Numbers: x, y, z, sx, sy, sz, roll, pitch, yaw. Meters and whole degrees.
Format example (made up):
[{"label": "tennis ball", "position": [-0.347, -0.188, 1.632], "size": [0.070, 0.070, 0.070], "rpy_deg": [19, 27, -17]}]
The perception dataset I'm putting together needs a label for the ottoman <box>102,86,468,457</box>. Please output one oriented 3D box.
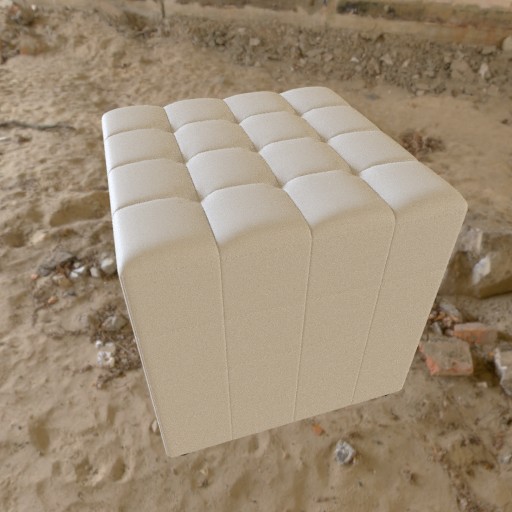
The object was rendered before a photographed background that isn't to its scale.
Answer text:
[{"label": "ottoman", "position": [0.000, 0.000, 0.778], "size": [0.425, 0.432, 0.425], "rpy_deg": [-11, 41, -13]}]
